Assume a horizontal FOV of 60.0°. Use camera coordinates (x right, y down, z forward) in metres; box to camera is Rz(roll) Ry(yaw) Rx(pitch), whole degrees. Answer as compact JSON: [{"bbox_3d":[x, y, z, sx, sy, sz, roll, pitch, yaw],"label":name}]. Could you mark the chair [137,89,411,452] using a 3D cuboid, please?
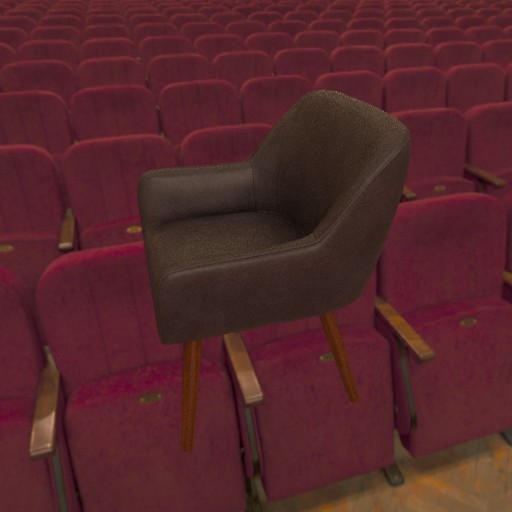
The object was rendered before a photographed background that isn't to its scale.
[{"bbox_3d":[0.000,0.000,1.275,0.610,0.828,0.610,-9,32,-14],"label":"chair"}]
